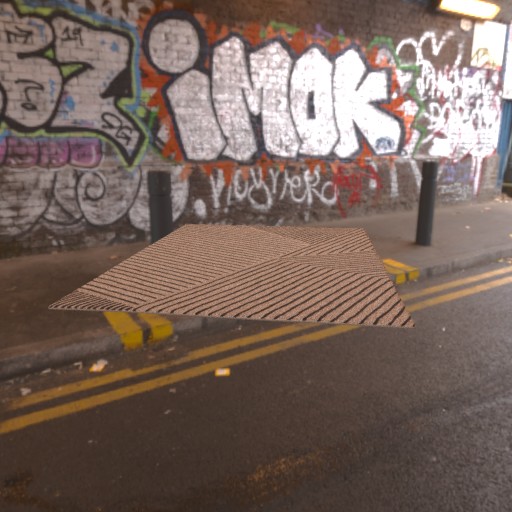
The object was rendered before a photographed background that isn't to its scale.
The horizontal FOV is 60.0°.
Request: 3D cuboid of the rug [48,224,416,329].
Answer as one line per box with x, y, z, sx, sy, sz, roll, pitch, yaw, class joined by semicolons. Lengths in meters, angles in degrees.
0.000;0.000;3.323;1.829;0.028;2.449;2;14;8;rug
